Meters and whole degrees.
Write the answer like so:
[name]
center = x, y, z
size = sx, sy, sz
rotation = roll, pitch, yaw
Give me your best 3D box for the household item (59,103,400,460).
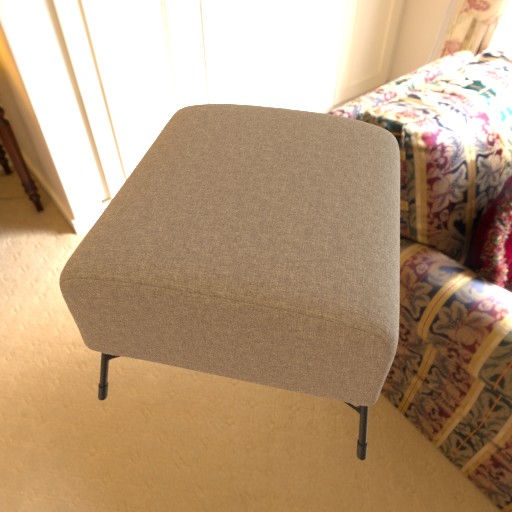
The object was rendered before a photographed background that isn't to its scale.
[household item]
center = 0.000, 0.000, 0.873
size = 0.530, 0.410, 0.530
rotation = 9, 47, 9
